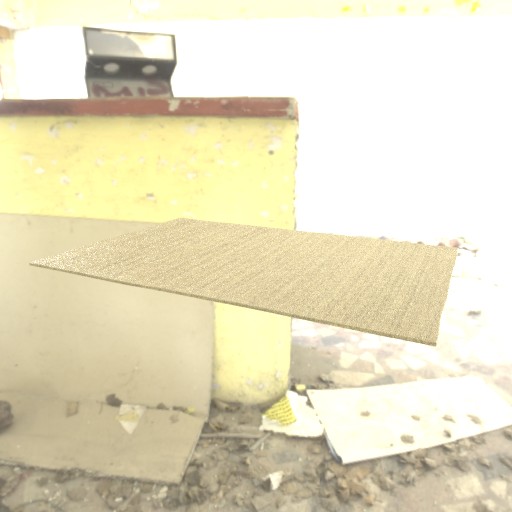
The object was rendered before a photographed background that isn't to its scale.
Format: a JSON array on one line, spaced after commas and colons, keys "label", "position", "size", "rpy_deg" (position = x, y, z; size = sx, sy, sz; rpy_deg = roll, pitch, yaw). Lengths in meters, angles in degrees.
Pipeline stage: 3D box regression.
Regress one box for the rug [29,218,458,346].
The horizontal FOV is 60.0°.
[{"label": "rug", "position": [0.000, 0.000, 2.826], "size": [2.297, 0.018, 1.532], "rpy_deg": [8, 18, 25]}]
